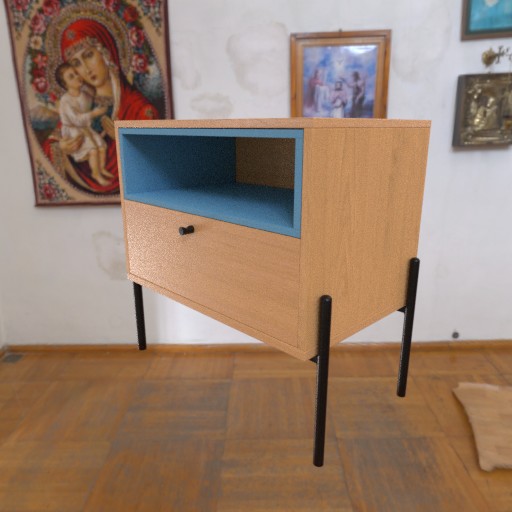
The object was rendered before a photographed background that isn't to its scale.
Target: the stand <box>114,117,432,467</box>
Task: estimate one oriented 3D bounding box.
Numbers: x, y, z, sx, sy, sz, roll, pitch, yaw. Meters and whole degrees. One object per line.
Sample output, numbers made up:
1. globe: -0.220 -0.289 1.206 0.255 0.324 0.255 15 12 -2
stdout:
1. stand: 0.000 0.000 1.025 0.400 0.600 0.630 -15 22 -42
